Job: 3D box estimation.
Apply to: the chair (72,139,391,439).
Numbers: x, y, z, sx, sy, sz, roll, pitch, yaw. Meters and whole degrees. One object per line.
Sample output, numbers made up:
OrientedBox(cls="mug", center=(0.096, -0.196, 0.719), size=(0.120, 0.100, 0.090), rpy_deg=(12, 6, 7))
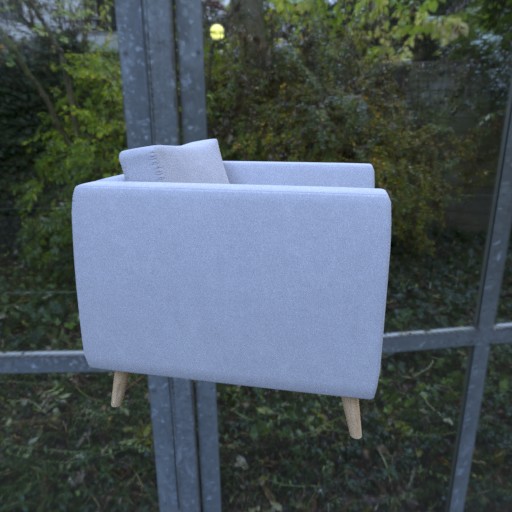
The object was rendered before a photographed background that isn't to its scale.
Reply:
OrientedBox(cls="chair", center=(0.000, 0.000, 1.725), size=(0.930, 0.860, 1.000), rpy_deg=(3, 17, 11))
